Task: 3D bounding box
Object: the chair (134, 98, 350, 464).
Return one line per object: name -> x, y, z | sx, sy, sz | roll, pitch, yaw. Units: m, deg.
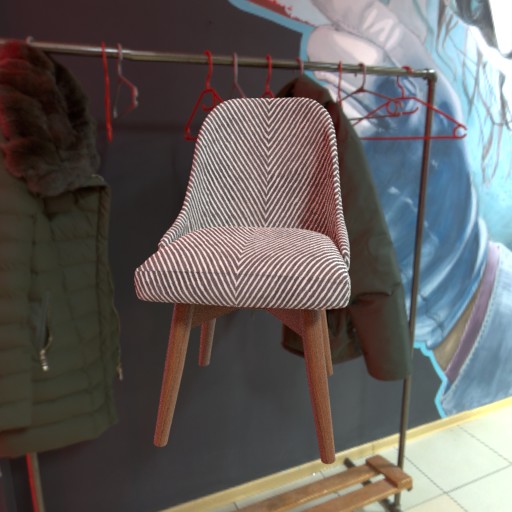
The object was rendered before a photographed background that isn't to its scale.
chair -> 0.000, 0.000, 1.232 | 0.504, 0.883, 0.591 | 2, 14, 8
